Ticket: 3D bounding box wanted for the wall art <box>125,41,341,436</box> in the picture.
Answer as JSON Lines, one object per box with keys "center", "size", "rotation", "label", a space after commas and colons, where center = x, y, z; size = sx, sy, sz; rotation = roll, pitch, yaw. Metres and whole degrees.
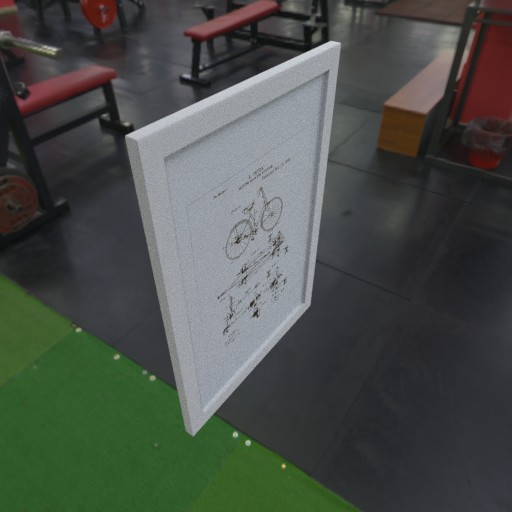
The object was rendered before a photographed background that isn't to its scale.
{"center": [0.000, 0.000, 0.609], "size": [0.015, 0.477, 0.332], "rotation": [26, 47, 27], "label": "wall art"}
